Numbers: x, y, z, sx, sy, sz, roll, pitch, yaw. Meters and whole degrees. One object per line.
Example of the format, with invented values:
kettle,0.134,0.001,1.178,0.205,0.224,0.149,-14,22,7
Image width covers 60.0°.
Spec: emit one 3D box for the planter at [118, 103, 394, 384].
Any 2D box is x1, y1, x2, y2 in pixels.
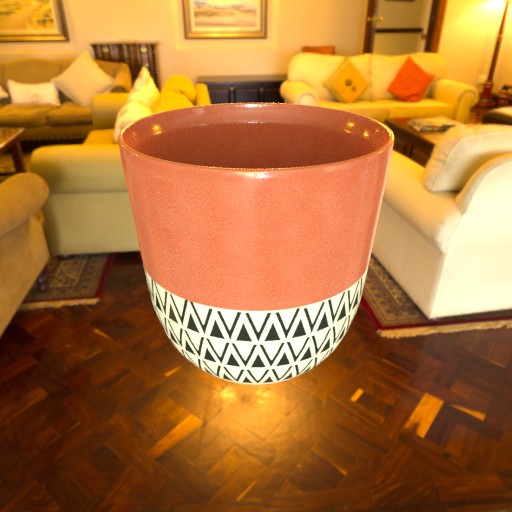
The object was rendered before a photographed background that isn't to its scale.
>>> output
planter,0.000,0.000,0.375,0.195,0.214,0.195,0,29,0
